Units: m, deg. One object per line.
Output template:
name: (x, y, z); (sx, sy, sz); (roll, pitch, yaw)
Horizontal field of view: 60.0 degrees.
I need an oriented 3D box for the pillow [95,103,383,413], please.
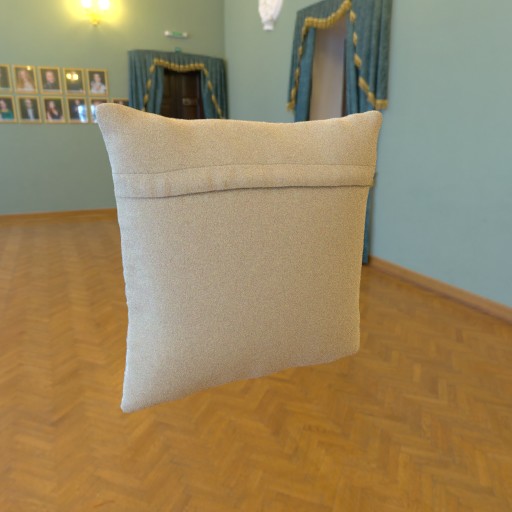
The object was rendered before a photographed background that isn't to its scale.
pillow: (0.000, 0.000, 0.719); (0.459, 0.458, 0.181); (-7, 17, -25)
